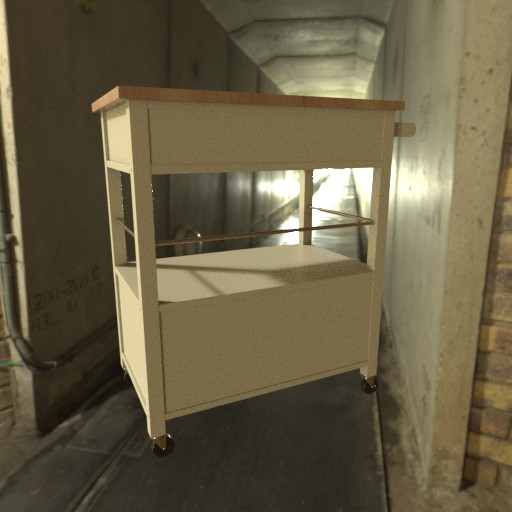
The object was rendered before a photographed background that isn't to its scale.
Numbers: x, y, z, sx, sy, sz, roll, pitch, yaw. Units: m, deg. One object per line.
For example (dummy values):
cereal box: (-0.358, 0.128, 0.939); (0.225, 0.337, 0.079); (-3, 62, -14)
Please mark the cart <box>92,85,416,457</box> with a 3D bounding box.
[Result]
cart: (0.000, 0.000, 1.377); (0.840, 0.901, 0.459); (-7, 16, -25)
